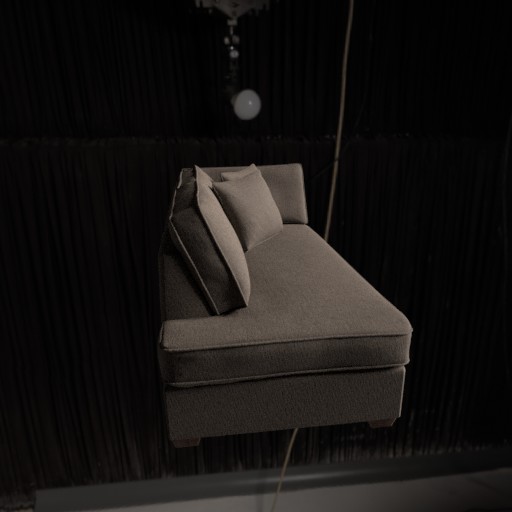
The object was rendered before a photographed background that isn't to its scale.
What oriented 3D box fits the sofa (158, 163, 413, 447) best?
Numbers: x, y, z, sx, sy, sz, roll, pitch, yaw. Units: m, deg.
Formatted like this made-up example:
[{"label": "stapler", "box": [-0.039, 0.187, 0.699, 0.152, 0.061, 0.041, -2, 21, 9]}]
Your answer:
[{"label": "sofa", "box": [0.000, 0.000, 2.850, 1.110, 1.033, 2.237, -2, 18, -7]}]
